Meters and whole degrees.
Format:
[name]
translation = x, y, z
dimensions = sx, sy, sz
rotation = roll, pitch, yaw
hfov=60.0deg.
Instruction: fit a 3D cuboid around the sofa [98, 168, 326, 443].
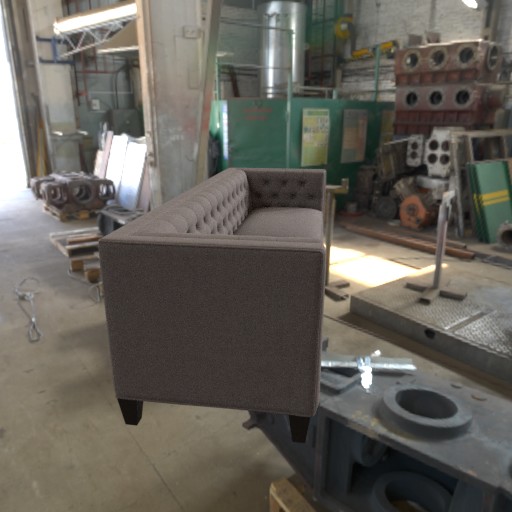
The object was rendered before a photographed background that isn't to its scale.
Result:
[sofa]
translation = 0.000, 0.000, 2.569
dimensions = 0.775, 0.762, 2.159
rotation = 3, 18, 8
